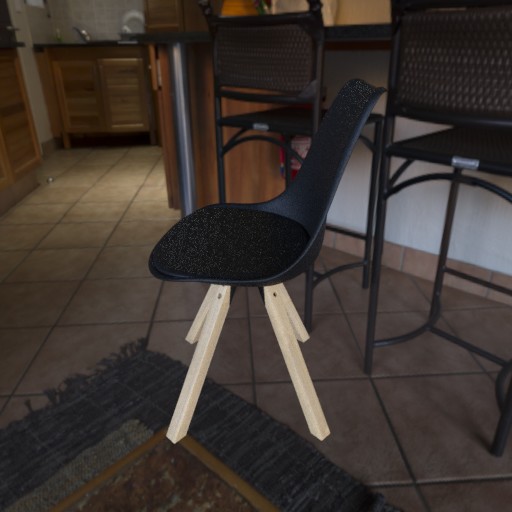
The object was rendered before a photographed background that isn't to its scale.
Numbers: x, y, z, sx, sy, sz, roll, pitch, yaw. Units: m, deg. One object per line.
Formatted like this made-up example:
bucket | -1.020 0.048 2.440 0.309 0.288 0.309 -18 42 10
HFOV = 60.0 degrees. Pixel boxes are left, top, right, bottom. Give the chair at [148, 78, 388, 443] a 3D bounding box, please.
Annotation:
chair | 0.000 0.000 1.162 0.549 0.850 0.485 -1 26 -1
